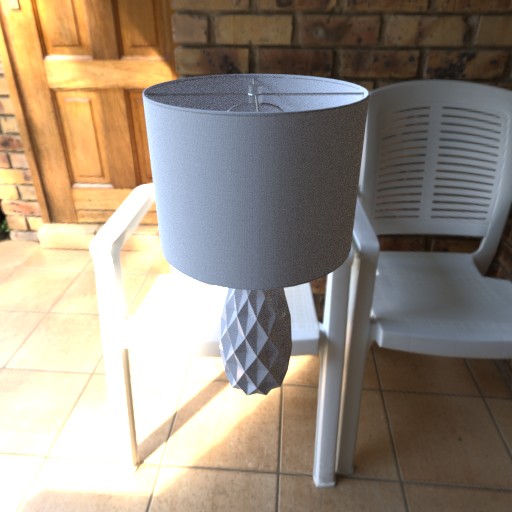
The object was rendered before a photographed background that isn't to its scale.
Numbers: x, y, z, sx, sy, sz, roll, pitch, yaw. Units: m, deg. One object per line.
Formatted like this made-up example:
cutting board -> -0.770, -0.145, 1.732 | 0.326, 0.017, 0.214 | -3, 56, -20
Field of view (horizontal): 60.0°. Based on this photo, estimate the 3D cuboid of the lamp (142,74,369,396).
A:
lamp -> 0.000, 0.000, 0.719 | 0.297, 0.522, 0.297 | 0, 30, 0
